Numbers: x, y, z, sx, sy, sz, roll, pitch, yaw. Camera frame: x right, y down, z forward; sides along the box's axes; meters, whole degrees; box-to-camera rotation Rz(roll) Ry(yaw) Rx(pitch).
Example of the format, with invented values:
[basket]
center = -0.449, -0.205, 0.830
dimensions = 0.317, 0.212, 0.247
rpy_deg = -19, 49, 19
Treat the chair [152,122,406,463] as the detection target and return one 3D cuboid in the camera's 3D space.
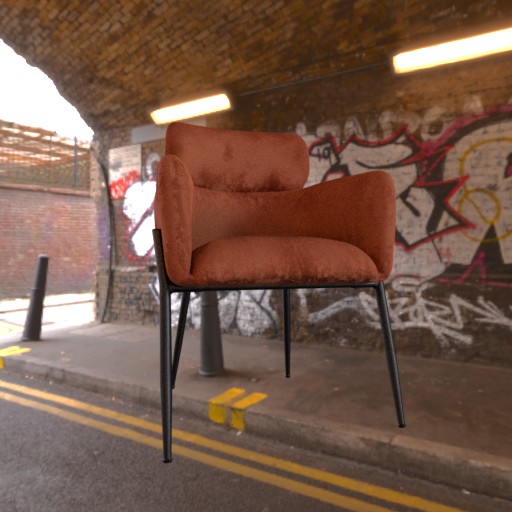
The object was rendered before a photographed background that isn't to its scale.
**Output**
[chair]
center = 0.000, 0.000, 1.144
dimensions = 0.561, 0.772, 0.523
rpy_deg = 0, 0, -19
